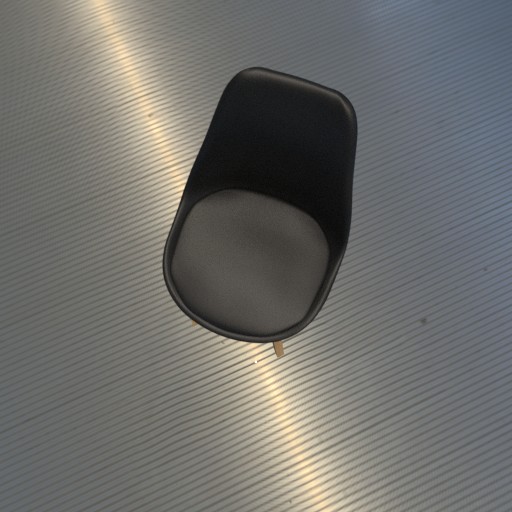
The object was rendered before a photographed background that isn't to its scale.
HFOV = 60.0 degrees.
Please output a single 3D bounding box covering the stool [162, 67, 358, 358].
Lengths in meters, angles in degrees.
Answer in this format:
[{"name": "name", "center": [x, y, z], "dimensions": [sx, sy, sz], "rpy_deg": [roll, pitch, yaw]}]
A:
[{"name": "stool", "center": [0.000, 0.000, 1.407], "dimensions": [0.485, 1.115, 0.550], "rpy_deg": [20, 77, 5]}]
